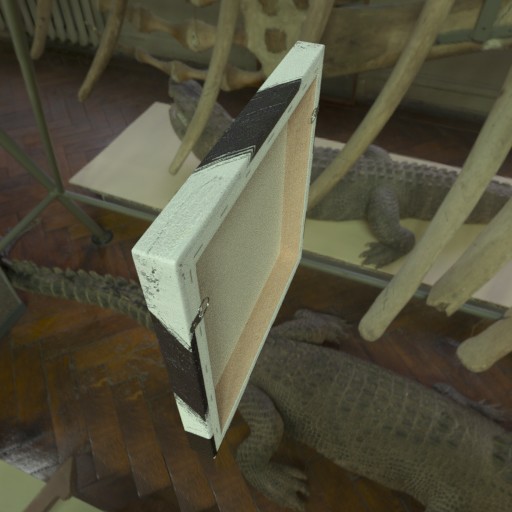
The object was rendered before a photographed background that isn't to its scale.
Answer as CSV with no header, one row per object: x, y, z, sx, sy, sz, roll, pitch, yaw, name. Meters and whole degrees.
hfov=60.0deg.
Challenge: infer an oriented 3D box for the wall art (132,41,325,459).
0.000,0.000,0.742,0.050,0.508,0.507,16,49,14,wall art
